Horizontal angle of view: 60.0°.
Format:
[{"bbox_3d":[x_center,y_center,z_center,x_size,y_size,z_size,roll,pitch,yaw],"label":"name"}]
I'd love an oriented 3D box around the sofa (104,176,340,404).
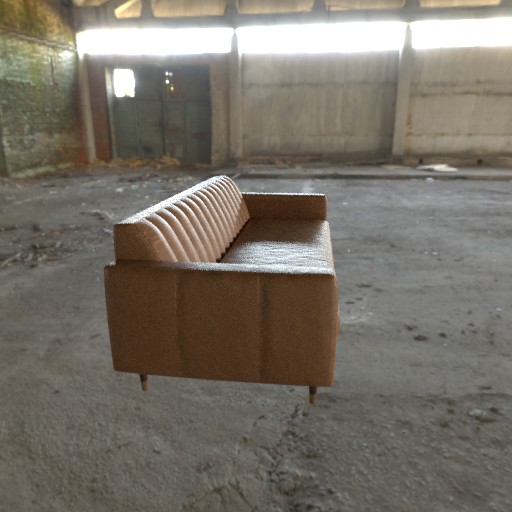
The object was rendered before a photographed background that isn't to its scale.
[{"bbox_3d":[0.000,0.000,2.876,0.990,0.821,2.291,2,16,7],"label":"sofa"}]
